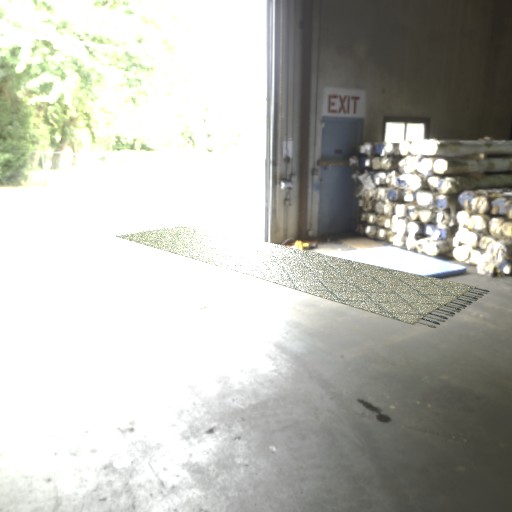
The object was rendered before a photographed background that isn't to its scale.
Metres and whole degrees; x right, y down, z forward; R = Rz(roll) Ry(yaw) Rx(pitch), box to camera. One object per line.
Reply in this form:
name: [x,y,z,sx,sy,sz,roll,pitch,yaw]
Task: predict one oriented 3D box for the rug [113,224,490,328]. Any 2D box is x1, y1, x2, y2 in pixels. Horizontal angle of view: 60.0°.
rug: [0.000,0.000,2.584,0.620,0.008,2.372,-14,20,-43]
